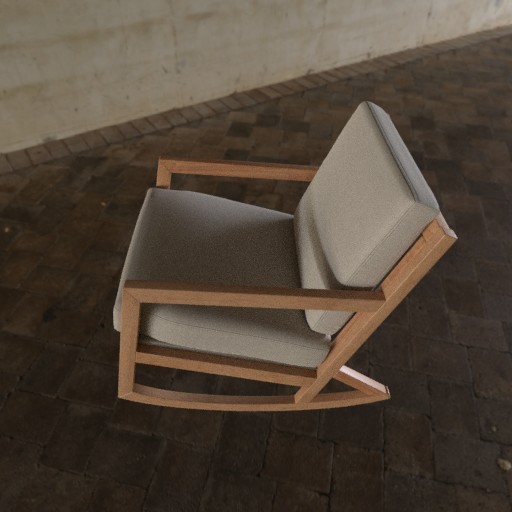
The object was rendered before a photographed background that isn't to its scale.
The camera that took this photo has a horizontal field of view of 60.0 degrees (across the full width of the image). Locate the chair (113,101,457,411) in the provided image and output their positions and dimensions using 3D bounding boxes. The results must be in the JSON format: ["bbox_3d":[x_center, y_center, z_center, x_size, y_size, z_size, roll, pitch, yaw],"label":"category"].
[{"bbox_3d":[0.000,0.000,1.395,0.857,0.790,0.622,-1,42,-1],"label":"chair"}]
